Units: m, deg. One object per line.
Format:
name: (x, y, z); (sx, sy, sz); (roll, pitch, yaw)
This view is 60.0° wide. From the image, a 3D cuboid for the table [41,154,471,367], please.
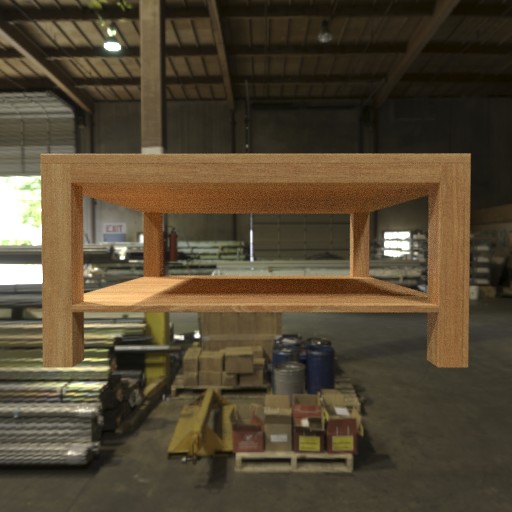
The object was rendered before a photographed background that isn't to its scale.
table: (0.000, 0.000, 1.382); (0.900, 0.450, 0.900); (0, 1, 0)
